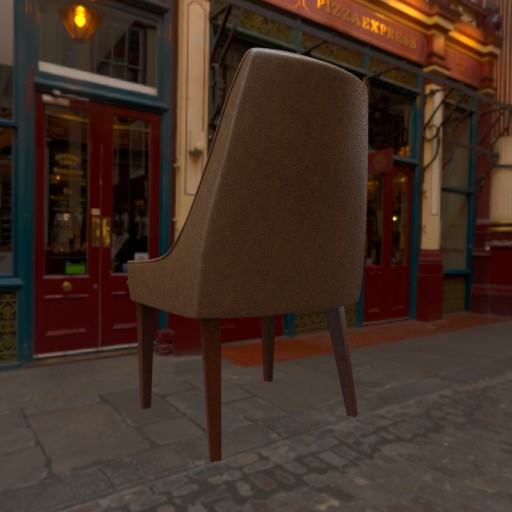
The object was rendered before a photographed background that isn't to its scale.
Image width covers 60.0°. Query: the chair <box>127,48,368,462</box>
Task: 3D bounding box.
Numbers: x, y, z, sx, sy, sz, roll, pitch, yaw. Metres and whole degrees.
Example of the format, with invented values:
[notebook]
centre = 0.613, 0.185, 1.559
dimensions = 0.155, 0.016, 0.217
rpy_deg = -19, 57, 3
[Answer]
[chair]
centre = 0.000, 0.000, 1.186
dimensions = 0.529, 0.861, 0.544
rpy_deg = -1, 1, -36
